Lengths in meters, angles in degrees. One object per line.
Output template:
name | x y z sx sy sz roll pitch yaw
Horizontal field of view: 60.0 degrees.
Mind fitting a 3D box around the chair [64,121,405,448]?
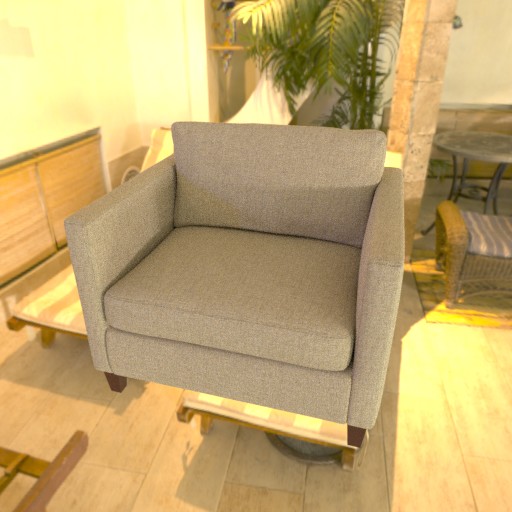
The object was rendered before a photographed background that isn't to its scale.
chair | 0.000 0.000 1.821 1.107 0.961 0.959 8 29 14
